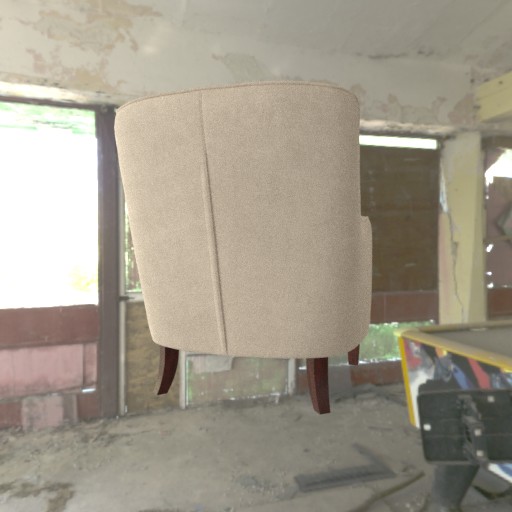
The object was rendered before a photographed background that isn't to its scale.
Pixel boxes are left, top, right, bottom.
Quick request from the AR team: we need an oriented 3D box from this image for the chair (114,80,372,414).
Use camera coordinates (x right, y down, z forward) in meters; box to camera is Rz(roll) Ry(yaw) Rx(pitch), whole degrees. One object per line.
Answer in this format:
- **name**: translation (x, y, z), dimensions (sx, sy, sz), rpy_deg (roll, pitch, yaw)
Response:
- **chair**: translation (0.000, 0.000, 1.592), dimensions (0.781, 0.920, 0.910), rpy_deg (0, 1, 18)
